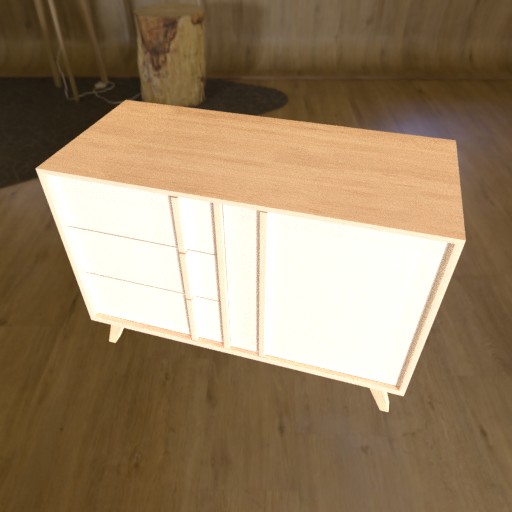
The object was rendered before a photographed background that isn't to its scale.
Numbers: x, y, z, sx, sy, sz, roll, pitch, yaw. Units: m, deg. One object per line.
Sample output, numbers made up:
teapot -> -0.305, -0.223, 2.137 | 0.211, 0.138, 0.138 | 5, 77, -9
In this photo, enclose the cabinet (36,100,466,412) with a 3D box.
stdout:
cabinet -> 0.000, 0.000, 1.531 | 1.110, 0.780, 0.500 | 11, 42, 12
